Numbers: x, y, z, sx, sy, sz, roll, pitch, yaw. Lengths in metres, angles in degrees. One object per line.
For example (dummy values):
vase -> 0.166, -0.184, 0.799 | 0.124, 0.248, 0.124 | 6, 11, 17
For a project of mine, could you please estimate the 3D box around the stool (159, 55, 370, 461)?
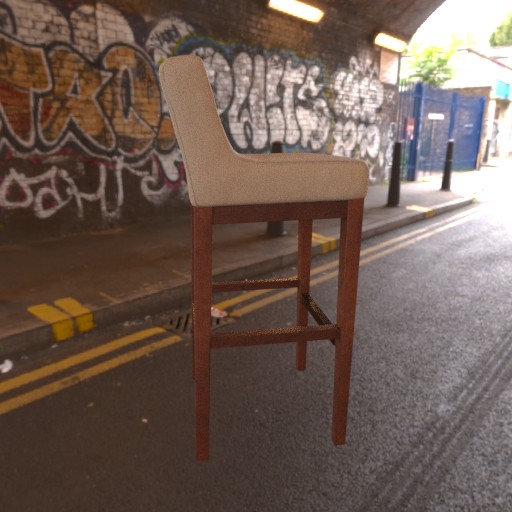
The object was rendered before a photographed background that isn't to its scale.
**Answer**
stool -> 0.000, 0.000, 1.330 | 0.500, 1.037, 0.511 | -2, 15, -9
